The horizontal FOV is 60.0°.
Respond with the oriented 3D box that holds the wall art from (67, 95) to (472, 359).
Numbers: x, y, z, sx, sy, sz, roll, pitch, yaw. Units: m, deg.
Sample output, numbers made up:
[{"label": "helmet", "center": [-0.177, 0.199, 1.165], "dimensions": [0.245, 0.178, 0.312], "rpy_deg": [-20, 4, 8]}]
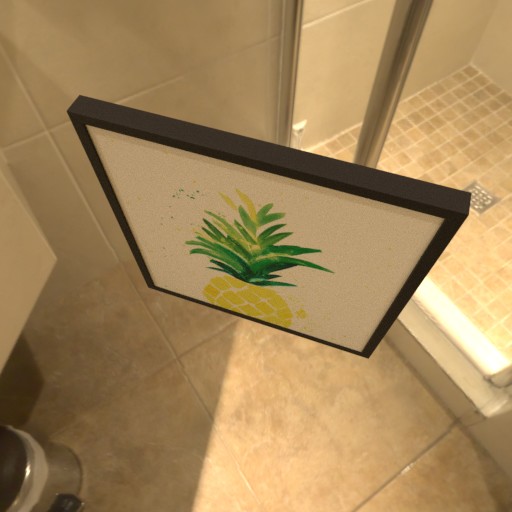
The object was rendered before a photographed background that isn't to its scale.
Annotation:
[{"label": "wall art", "center": [0.000, 0.000, 0.757], "dimensions": [0.508, 0.507, 0.033], "rpy_deg": [17, 61, 10]}]
